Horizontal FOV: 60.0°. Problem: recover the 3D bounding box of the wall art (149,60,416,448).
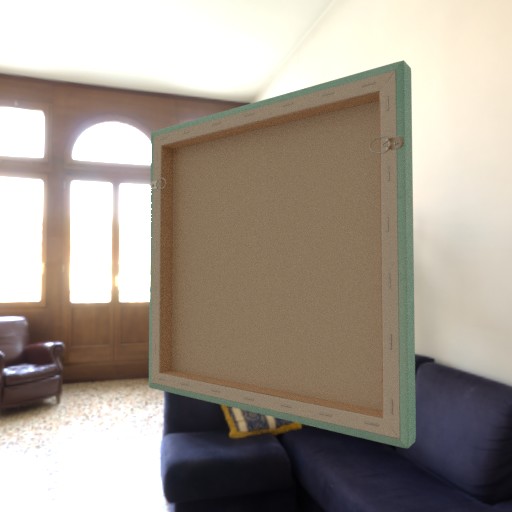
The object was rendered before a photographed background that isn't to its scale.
[{"bbox_3d":[0.000,0.000,1.113,0.765,0.766,0.054,-2,-3,37],"label":"wall art"}]
